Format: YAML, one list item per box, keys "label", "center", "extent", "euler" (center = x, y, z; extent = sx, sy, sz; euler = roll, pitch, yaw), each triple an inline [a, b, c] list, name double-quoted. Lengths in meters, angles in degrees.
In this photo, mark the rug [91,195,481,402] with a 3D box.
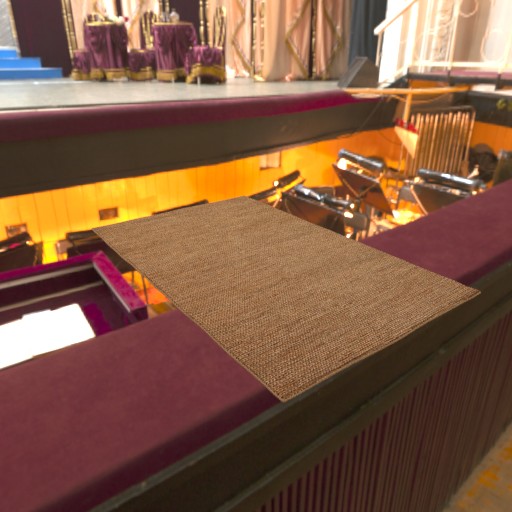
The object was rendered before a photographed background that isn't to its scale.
- label: "rug"
  center: [0.000, 0.000, 3.103]
  extent: [1.521, 0.034, 2.438]
  euler: [-17, 30, -33]
